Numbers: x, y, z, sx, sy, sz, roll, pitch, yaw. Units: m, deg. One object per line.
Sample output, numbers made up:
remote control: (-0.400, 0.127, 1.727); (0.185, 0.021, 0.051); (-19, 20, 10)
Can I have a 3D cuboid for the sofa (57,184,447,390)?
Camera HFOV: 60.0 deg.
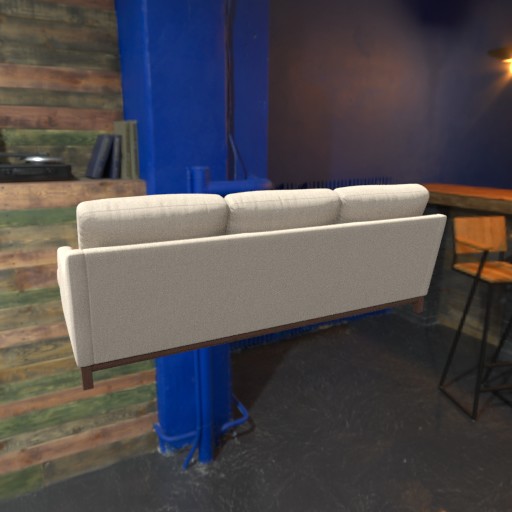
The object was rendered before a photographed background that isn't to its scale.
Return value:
sofa: (0.000, 0.000, 2.859); (2.321, 0.913, 1.000); (-7, 16, -26)
